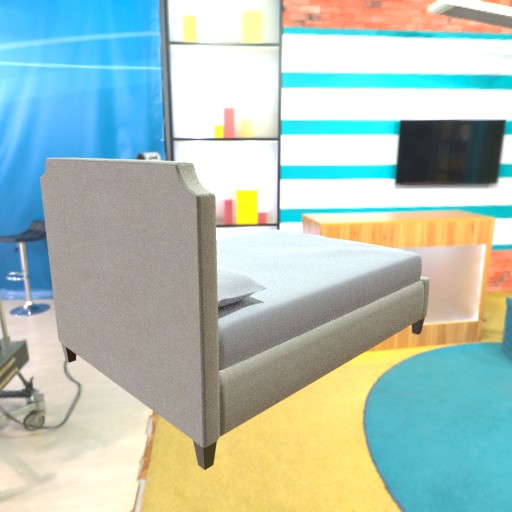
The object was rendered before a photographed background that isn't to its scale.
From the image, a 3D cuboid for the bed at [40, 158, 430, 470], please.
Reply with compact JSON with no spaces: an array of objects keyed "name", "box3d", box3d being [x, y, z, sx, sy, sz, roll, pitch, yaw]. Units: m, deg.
[{"name":"bed","box3d":[0.000,0.000,3.328,1.713,1.457,2.381,13,19,43]}]
